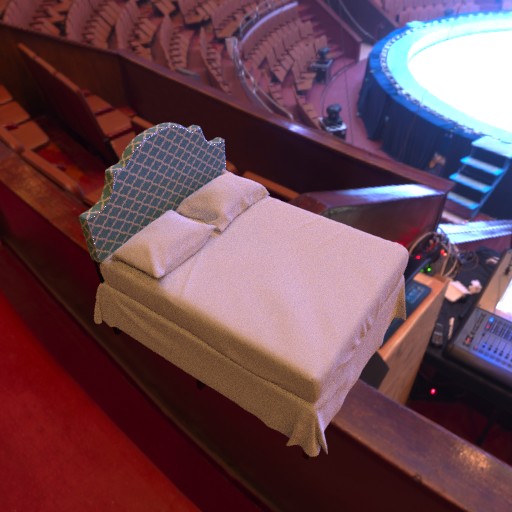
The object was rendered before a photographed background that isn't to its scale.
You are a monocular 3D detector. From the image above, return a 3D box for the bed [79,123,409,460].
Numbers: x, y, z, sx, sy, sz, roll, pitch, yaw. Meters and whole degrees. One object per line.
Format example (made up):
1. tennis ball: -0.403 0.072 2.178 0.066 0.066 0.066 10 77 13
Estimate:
1. bed: 0.000 0.000 3.479 2.222 1.633 1.780 24 46 26
